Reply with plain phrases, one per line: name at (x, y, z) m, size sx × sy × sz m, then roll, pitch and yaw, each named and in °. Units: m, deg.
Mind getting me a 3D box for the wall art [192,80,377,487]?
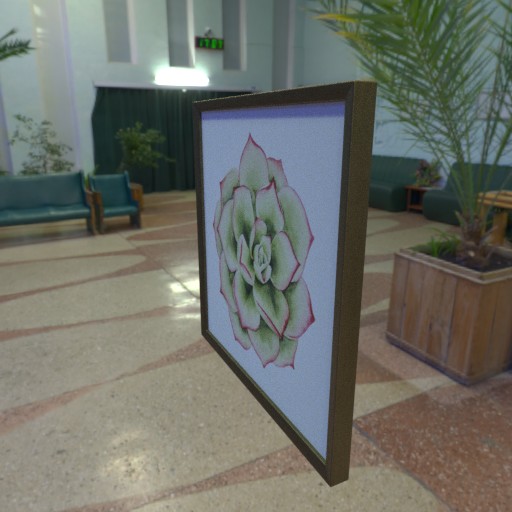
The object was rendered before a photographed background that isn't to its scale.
wall art at (0.000, 0.000, 0.740) m, size 0.031 × 0.506 × 0.503 m, roll -8°, pitch 18°, yaw -25°
